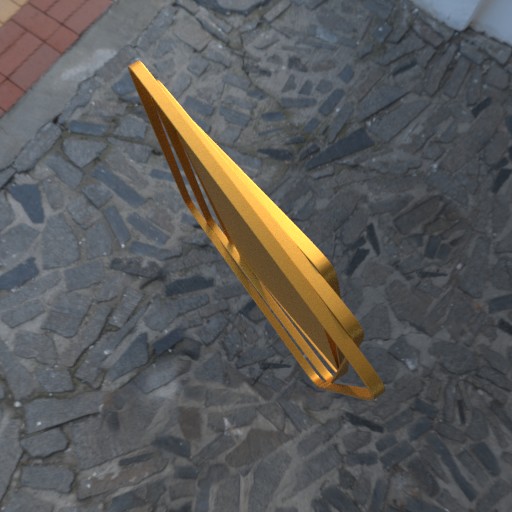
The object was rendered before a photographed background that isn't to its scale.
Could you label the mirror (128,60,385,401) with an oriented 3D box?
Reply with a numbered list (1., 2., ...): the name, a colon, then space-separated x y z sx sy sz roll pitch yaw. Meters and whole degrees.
1. mirror: 0.000 0.000 0.686 0.045 0.468 0.470 -35 78 -8
